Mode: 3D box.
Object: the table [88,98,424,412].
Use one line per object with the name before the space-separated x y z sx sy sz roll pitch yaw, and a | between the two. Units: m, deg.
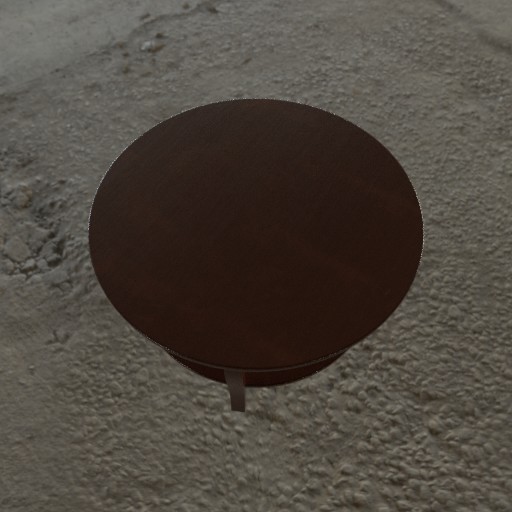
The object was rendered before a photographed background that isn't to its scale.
table | 0.000 0.000 1.438 0.911 0.512 0.911 0 58 0
